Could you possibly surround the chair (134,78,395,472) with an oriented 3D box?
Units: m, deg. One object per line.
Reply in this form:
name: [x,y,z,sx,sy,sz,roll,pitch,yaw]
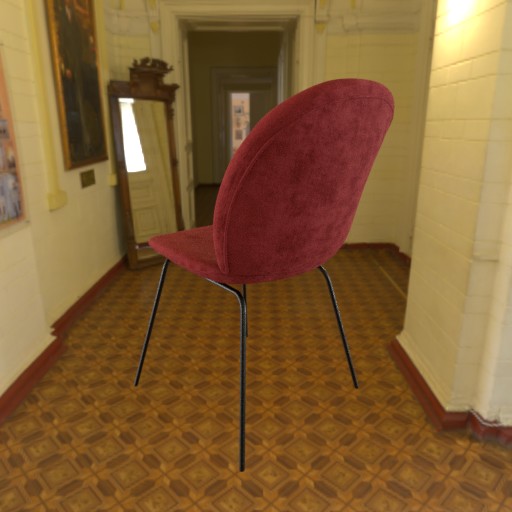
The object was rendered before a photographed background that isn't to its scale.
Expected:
chair: [0.000,0.000,1.114,0.458,0.791,0.587,-16,22,-43]
